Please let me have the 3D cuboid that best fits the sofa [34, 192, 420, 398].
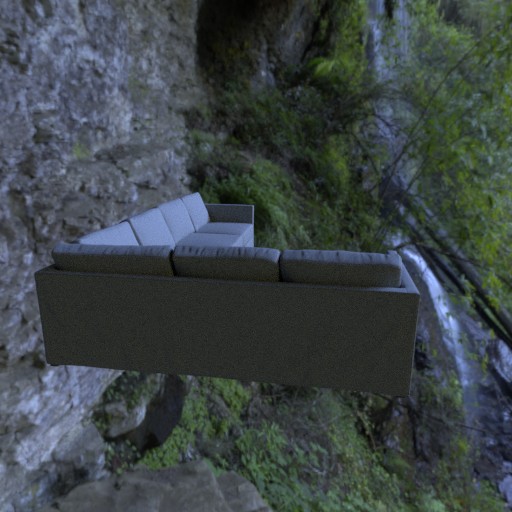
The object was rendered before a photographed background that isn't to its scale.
[{"bbox_3d":[0.000,0.000,4.253,2.432,0.871,3.182,2,15,9],"label":"sofa"}]
